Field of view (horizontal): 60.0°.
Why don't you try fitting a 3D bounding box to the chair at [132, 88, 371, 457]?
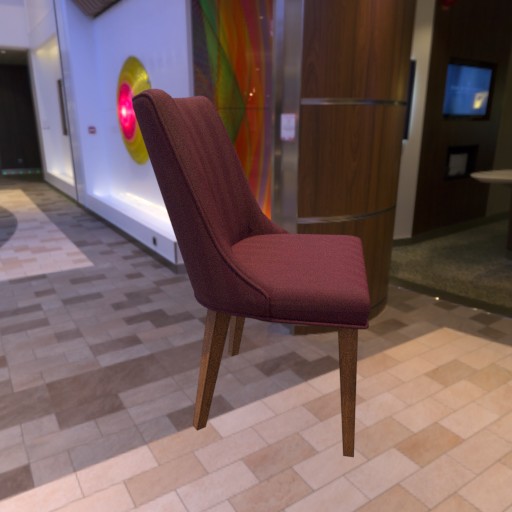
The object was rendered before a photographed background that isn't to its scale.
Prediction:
[{"bbox_3d":[0.000,0.000,1.317,0.638,0.916,0.548,3,18,10],"label":"chair"}]
